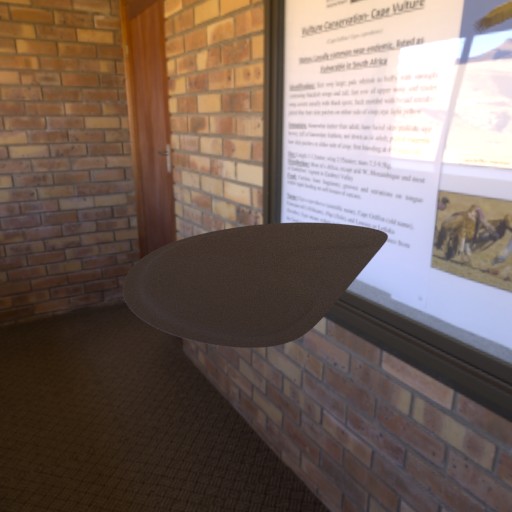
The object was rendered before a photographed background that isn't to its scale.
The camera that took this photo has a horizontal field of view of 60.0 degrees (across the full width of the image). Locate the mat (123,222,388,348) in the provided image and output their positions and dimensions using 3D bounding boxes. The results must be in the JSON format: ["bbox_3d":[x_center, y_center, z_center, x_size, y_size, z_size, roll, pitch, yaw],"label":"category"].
[{"bbox_3d":[0.000,0.000,1.910,0.913,0.013,1.524,8,19,25],"label":"mat"}]
